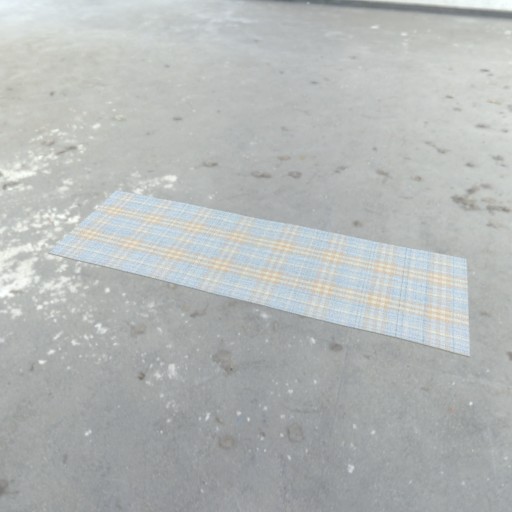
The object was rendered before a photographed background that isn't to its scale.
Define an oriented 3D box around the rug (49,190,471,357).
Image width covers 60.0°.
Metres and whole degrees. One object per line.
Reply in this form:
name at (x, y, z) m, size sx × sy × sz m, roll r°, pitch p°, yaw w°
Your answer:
rug at (0.000, 0.000, 2.704) m, size 2.439 × 0.013 × 0.762 m, roll 12°, pitch 42°, yaw 14°
